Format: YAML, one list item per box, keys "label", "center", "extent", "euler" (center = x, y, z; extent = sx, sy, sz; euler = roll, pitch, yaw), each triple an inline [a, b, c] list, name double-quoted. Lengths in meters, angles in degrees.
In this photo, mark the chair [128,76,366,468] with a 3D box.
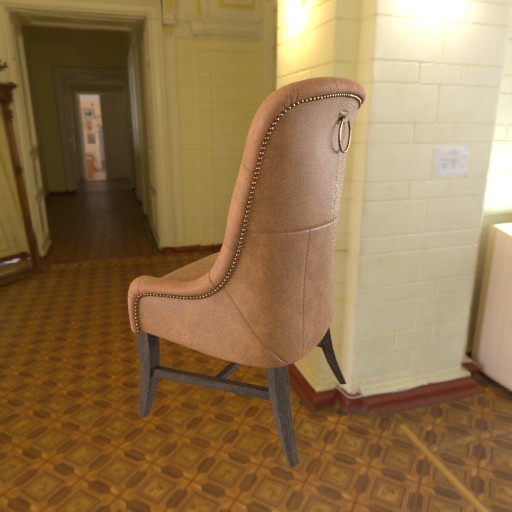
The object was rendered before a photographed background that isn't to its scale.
- label: "chair"
  center: [0.000, 0.000, 1.494]
  extent: [0.629, 1.091, 0.634]
  euler: [8, 18, 26]
